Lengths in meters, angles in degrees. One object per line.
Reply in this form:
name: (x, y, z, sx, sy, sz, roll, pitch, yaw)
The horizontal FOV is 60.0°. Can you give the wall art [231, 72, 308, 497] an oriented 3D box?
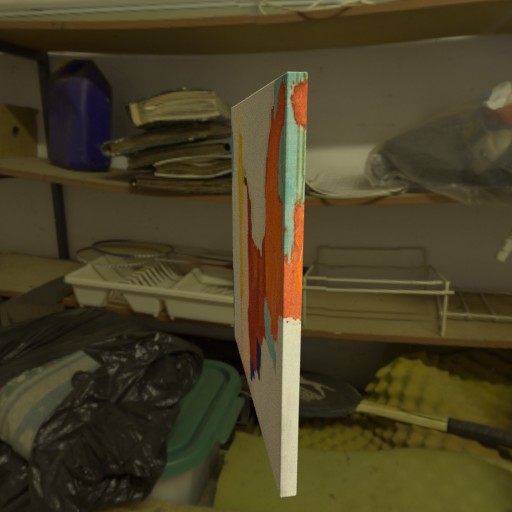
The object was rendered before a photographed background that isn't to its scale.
wall art: (0.000, 0.000, 1.494, 0.044, 1.017, 1.017, -2, 15, -9)
